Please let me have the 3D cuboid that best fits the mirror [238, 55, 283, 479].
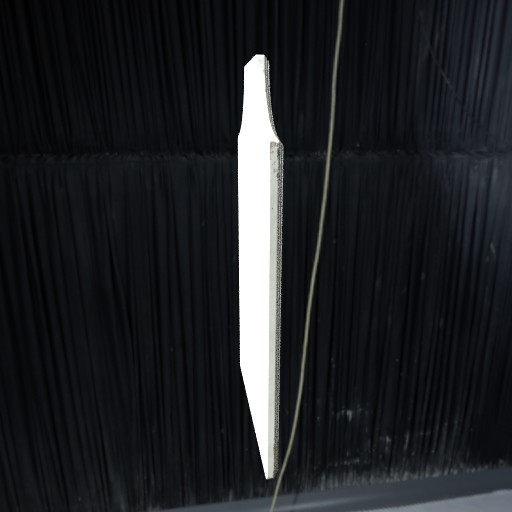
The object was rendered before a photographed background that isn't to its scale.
[{"bbox_3d":[0.000,0.000,0.886,0.022,0.717,0.403,-2,16,-8],"label":"mirror"}]
